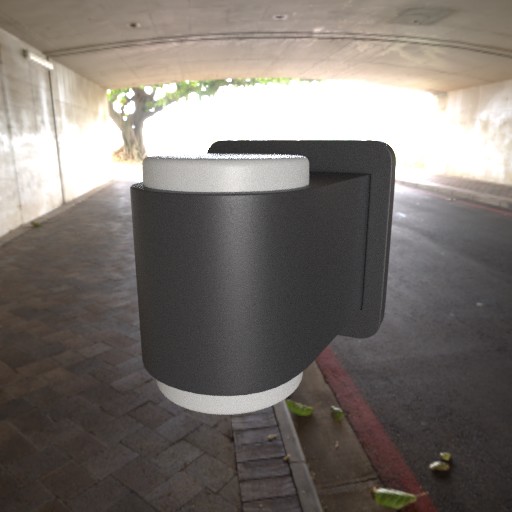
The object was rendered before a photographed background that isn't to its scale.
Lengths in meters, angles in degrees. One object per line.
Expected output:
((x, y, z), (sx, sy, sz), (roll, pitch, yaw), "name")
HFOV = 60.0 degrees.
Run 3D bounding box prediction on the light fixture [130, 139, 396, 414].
((0.000, 0.000, 0.214), (0.109, 0.109, 0.132), (7, 16, 24), "light fixture")
